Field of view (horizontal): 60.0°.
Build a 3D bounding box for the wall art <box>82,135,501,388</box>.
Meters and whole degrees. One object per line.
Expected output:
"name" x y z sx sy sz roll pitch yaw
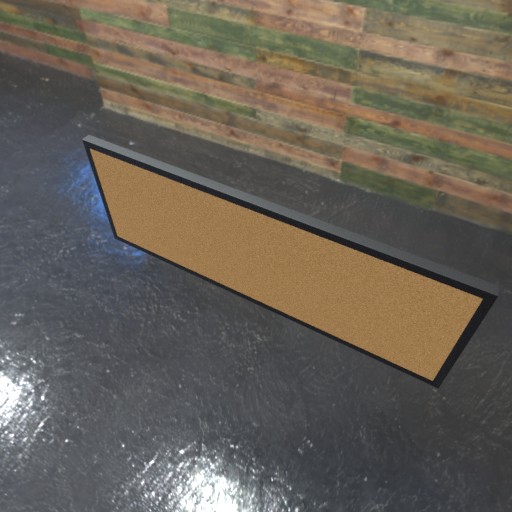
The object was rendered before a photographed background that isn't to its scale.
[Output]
"wall art" 0.000 0.000 1.708 1.572 0.554 0.041 23 51 20
